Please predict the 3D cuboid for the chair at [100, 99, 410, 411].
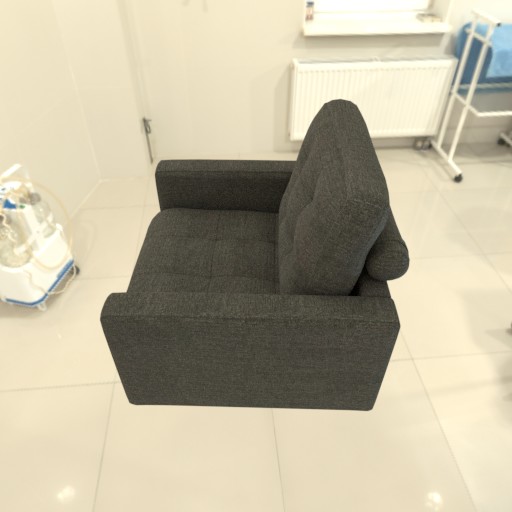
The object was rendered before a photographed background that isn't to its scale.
[{"bbox_3d":[0.000,0.000,1.517,0.843,0.880,0.821,1,42,1],"label":"chair"}]
